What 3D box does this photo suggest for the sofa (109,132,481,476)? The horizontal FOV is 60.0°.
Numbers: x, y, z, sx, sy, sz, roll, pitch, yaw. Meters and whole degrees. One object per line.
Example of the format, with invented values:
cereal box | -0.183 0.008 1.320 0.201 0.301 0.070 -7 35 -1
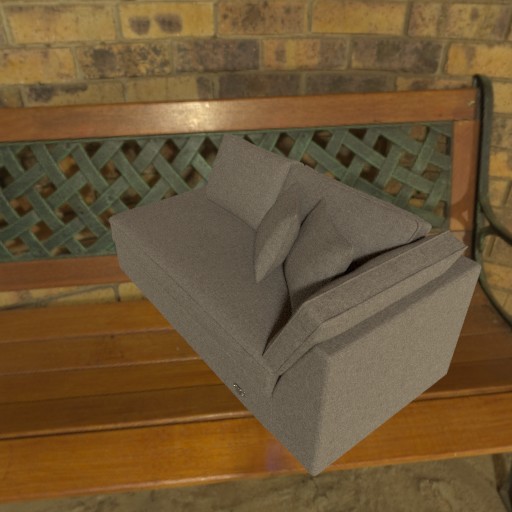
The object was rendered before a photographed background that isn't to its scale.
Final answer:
sofa | 0.000 0.000 2.787 1.110 1.033 2.237 -22 39 -31
